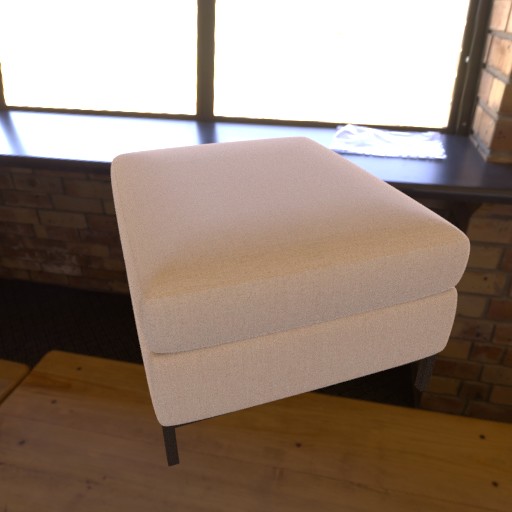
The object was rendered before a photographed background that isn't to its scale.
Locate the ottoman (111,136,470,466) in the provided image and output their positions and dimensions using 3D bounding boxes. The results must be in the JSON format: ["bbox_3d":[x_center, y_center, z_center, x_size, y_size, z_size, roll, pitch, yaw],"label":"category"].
[{"bbox_3d":[0.000,0.000,1.163,0.657,0.453,0.794,-10,32,-16],"label":"ottoman"}]
